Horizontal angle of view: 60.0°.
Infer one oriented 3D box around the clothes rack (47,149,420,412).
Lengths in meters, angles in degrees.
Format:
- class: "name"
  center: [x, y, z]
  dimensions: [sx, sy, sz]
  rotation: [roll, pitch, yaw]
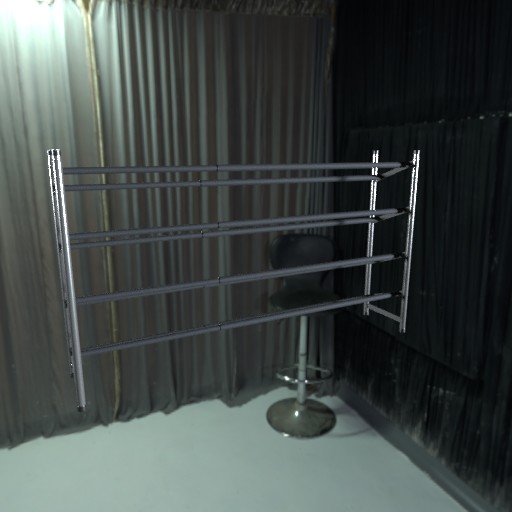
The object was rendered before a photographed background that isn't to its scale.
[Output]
- class: "clothes rack"
  center: [0.000, 0.000, 1.443]
  dimensions: [1.168, 0.672, 0.229]
  rotation: [-7, 15, -26]
